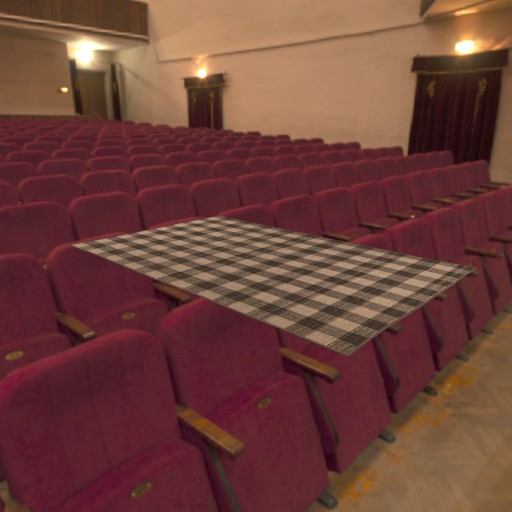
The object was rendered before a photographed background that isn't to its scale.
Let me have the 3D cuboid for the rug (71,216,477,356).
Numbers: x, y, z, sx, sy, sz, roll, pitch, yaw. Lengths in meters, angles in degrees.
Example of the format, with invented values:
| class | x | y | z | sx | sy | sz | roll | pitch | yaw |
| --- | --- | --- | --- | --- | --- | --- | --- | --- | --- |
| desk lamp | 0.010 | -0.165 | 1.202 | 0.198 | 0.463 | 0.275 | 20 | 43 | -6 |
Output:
| class | x | y | z | sx | sy | sz | roll | pitch | yaw |
| --- | --- | --- | --- | --- | --- | --- | --- | --- | --- |
| rug | 0.000 | 0.000 | 3.144 | 2.476 | 0.011 | 1.554 | 15 | 22 | 41 |
